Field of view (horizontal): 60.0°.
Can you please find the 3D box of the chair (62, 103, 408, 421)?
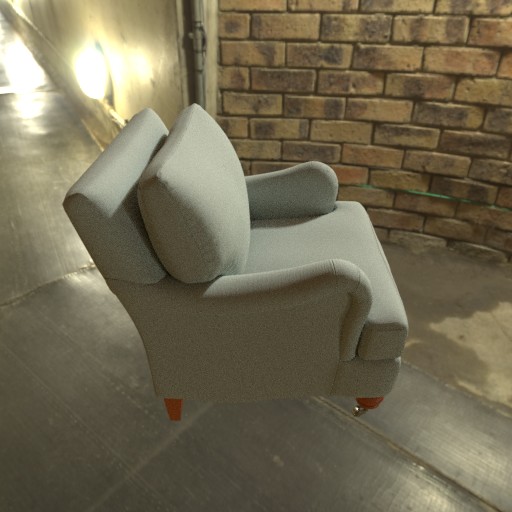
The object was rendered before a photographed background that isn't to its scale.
[{"bbox_3d":[0.000,0.000,1.822,1.070,1.038,0.955,1,34,1],"label":"chair"}]
